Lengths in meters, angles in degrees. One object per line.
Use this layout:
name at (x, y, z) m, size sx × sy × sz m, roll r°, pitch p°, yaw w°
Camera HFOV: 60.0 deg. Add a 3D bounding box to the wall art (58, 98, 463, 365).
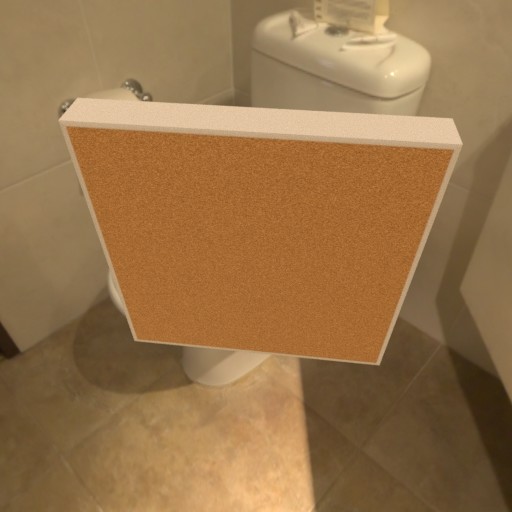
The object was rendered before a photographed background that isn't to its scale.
wall art at (0.000, 0.000, 0.454) m, size 0.305 × 0.304 × 0.038 m, roll 5°, pitch 46°, yaw 5°
